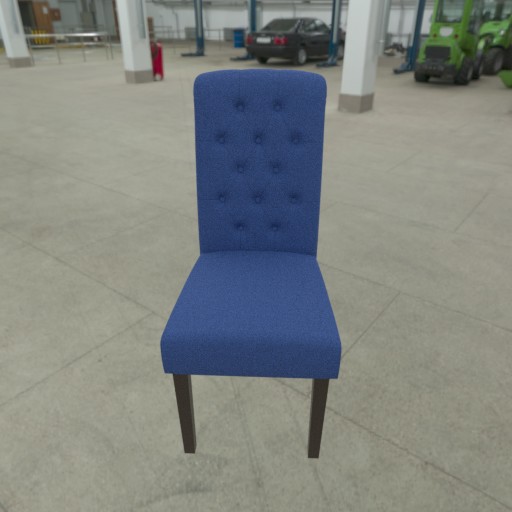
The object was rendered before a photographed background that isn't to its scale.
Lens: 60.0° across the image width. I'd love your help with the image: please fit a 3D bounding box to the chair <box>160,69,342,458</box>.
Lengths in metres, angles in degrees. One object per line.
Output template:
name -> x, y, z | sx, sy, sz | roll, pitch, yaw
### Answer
chair -> 0.000, 0.000, 1.359 | 0.456, 1.006, 0.671 | 1, 29, 2
